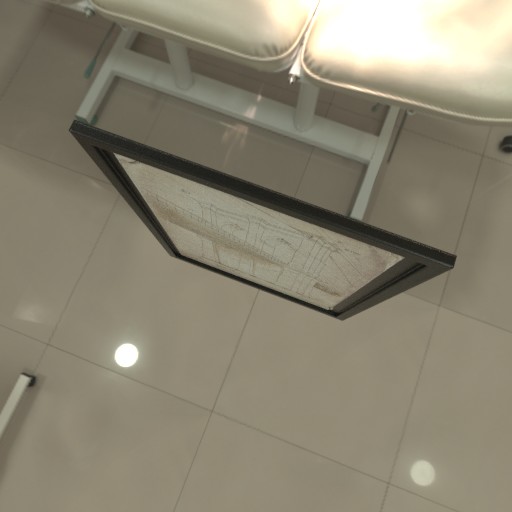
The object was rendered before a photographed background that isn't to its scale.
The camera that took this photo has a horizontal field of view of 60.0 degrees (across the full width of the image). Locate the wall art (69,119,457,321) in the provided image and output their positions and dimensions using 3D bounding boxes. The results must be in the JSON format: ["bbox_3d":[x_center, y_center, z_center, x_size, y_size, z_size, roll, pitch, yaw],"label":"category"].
[{"bbox_3d":[0.000,0.000,0.838,0.480,0.657,0.016,20,77,5],"label":"wall art"}]
